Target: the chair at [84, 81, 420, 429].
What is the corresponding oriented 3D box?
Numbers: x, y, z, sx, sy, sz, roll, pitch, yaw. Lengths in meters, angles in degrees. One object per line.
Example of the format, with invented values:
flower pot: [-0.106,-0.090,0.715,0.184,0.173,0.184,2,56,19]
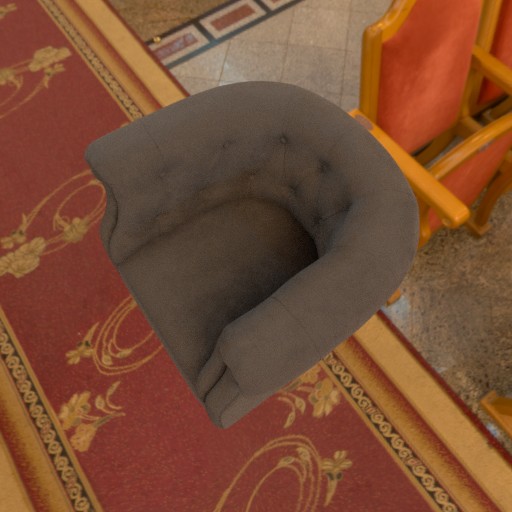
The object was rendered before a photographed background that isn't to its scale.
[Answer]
chair: [0.000,0.000,1.547,0.851,0.826,0.904,-32,67,-15]
